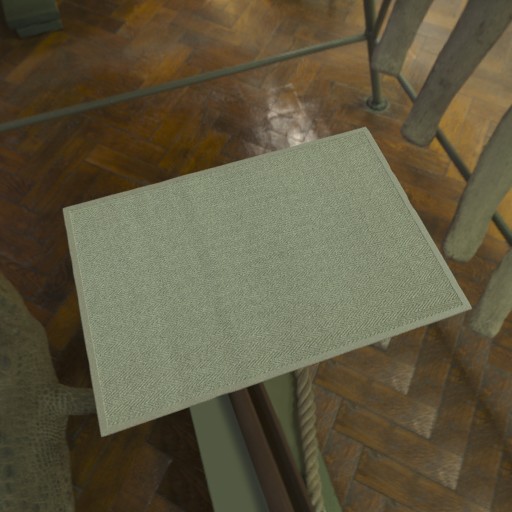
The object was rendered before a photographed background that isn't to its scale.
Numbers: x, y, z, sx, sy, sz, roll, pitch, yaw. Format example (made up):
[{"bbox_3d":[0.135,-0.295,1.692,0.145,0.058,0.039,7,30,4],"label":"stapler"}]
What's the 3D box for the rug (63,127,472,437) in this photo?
[{"bbox_3d":[0.000,0.000,2.882,2.290,0.021,1.540,-17,65,-8],"label":"rug"}]
